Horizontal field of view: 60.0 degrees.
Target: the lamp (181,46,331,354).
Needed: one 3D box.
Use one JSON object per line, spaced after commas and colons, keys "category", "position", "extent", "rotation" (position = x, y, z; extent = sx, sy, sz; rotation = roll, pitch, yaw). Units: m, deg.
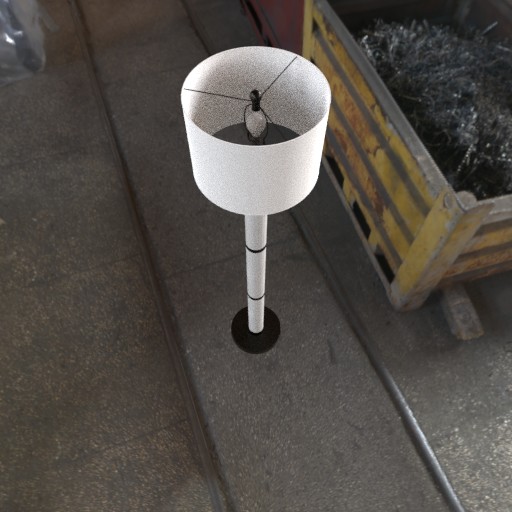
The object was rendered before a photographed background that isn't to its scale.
{"category": "lamp", "position": [0.000, 0.000, 1.788], "extent": [0.377, 1.599, 0.377], "rotation": [32, 64, 18]}
